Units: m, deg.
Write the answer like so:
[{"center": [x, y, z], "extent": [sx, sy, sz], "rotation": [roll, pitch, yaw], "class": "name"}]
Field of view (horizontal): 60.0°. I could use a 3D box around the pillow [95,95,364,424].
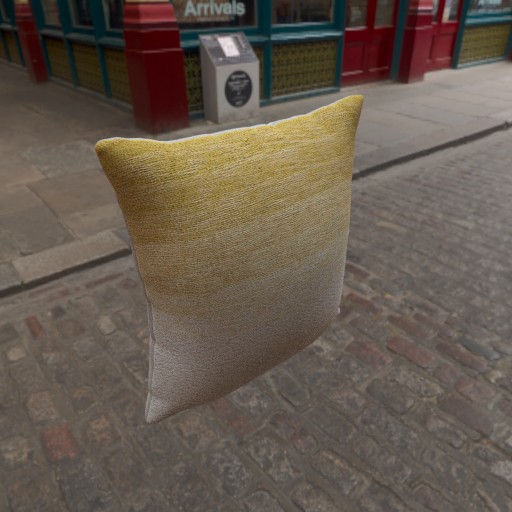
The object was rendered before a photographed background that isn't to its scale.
[{"center": [0.000, 0.000, 0.711], "extent": [0.450, 0.450, 0.211], "rotation": [-22, 37, -33], "class": "pillow"}]
